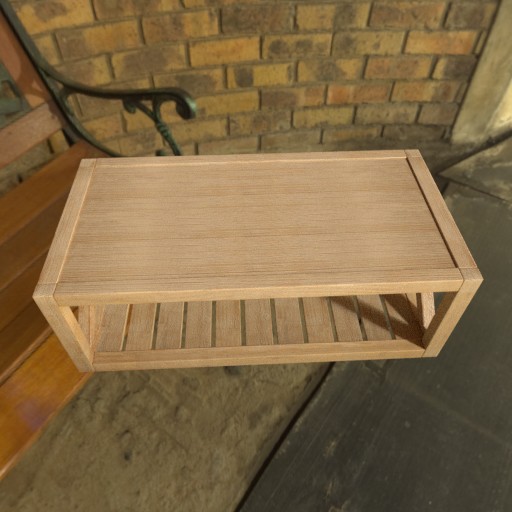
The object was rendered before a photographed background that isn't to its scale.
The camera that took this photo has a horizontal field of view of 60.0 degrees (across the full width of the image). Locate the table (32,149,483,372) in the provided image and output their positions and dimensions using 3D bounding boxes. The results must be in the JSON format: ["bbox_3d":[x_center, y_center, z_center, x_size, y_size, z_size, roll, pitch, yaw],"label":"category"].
[{"bbox_3d":[0.000,0.000,1.670,1.321,0.457,0.660,-2,48,-2],"label":"table"}]
